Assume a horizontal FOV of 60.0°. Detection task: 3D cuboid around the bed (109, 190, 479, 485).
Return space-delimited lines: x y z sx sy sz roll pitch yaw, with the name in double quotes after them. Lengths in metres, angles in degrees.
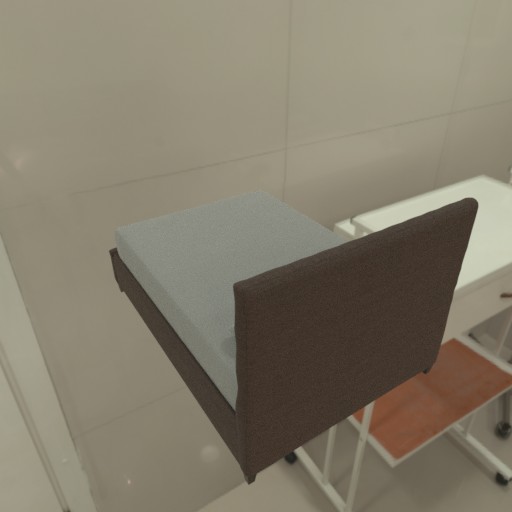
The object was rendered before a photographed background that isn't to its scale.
0.000 0.000 3.455 1.698 1.427 2.387 -19 36 -28 "bed"
